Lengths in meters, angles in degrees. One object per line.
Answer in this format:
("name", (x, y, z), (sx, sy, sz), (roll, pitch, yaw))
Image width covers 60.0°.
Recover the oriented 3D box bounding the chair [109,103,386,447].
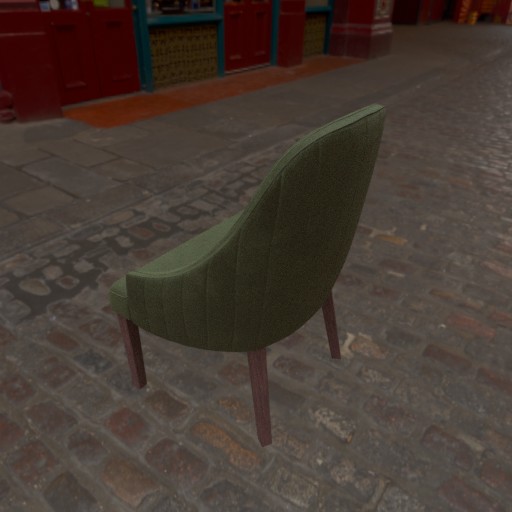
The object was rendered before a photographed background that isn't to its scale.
("chair", (0.000, 0.000, 1.270), (0.575, 0.889, 0.643), (22, 38, 31))
